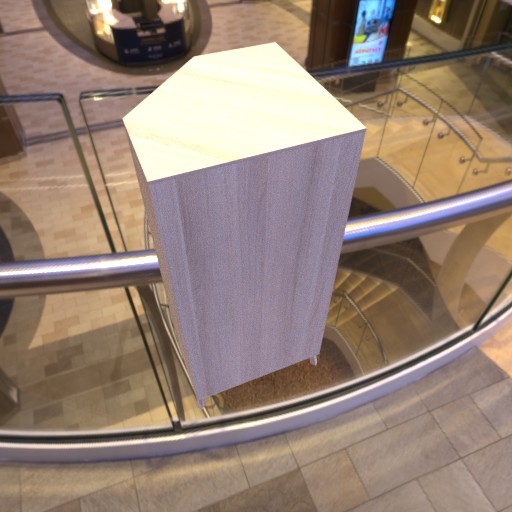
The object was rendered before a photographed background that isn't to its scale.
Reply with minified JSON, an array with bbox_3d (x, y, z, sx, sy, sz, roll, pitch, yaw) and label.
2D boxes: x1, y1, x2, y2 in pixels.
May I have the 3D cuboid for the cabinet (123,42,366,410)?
[{"bbox_3d":[0.000,0.000,2.647,0.969,1.957,1.272,17,50,15],"label":"cabinet"}]
